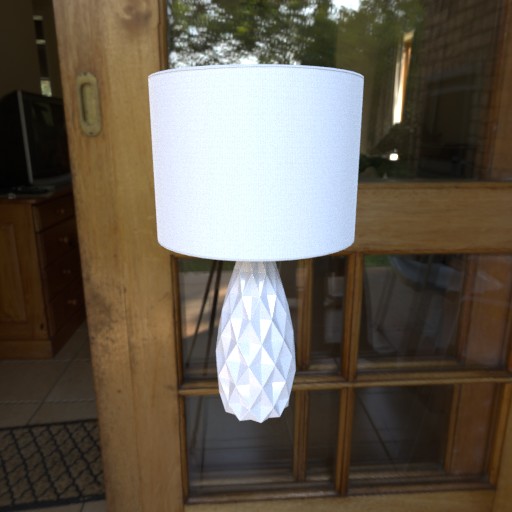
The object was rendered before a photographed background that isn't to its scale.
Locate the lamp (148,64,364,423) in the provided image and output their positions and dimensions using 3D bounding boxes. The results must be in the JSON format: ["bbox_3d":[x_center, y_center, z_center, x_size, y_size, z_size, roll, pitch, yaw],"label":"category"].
[{"bbox_3d":[0.000,0.000,0.693,0.297,0.522,0.297,0,15,0],"label":"lamp"}]
